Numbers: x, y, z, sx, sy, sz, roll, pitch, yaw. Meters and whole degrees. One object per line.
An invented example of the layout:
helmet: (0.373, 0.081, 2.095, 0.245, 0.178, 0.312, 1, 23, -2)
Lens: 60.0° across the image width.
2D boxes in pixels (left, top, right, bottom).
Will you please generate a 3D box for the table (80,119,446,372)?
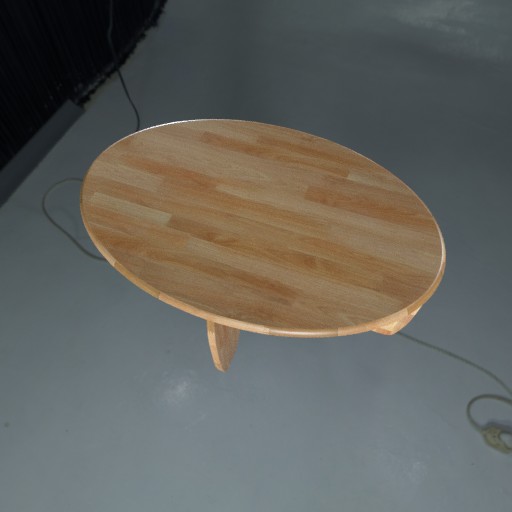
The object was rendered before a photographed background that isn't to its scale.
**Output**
table: (0.000, 0.000, 1.412, 1.040, 0.490, 0.690, 17, 60, 10)
